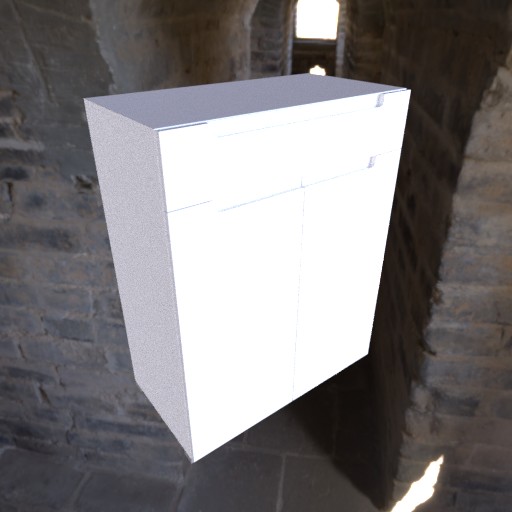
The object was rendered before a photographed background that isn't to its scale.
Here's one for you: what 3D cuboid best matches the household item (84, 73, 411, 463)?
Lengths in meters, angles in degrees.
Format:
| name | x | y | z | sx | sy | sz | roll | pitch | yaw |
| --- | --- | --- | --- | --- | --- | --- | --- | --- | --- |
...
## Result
| name | x | y | z | sx | sy | sz | roll | pitch | yaw |
| --- | --- | --- | --- | --- | --- | --- | --- | --- | --- |
| household item | 0.000 | 0.000 | 1.447 | 0.790 | 1.010 | 0.420 | -21 | 36 | -32 |
